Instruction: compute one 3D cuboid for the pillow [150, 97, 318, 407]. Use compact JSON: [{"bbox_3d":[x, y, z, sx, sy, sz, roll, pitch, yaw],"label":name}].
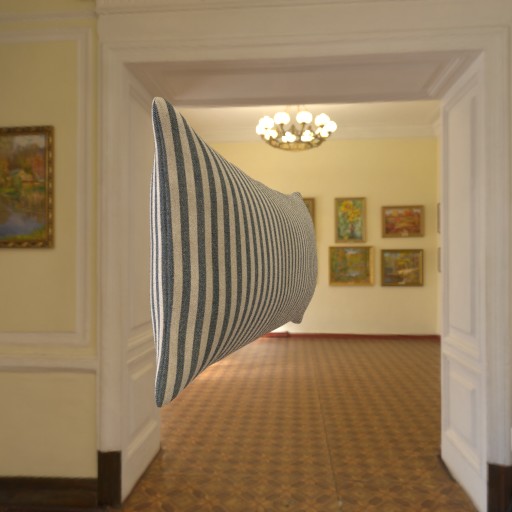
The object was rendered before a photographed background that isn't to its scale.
[{"bbox_3d":[0.000,0.000,0.706,0.151,0.295,0.617,0,-1,18],"label":"pillow"}]
